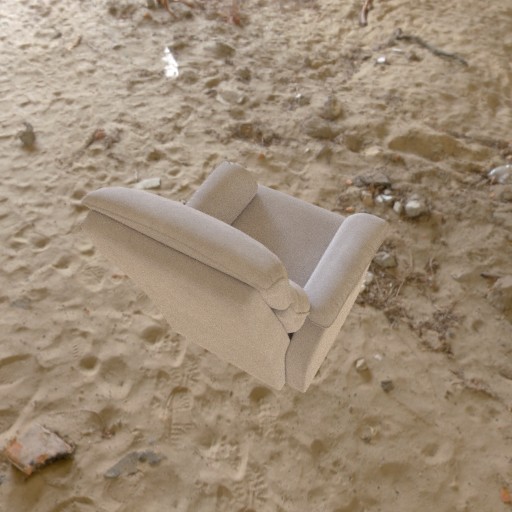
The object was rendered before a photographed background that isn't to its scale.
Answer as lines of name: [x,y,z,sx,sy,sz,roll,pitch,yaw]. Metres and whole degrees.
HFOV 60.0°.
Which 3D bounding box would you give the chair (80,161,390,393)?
chair: [0.000,0.000,1.759,0.820,1.039,1.001,24,52,21]
